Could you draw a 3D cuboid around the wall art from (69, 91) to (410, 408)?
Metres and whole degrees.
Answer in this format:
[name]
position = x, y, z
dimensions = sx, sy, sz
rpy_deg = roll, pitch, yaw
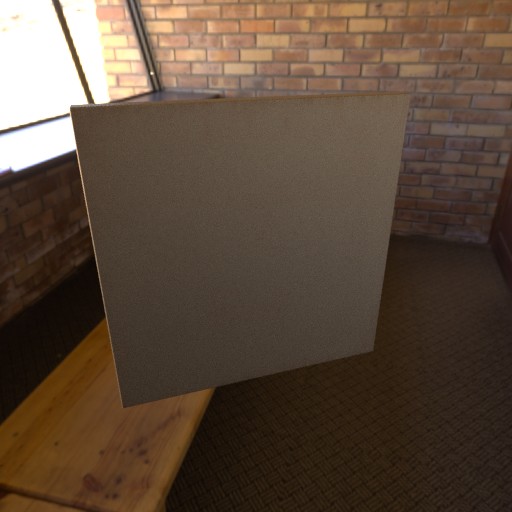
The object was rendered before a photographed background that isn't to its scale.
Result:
[wall art]
position = 0.000, 0.000, 0.750
dimensions = 0.503, 0.506, 0.030
rpy_deg = -8, 27, -16
